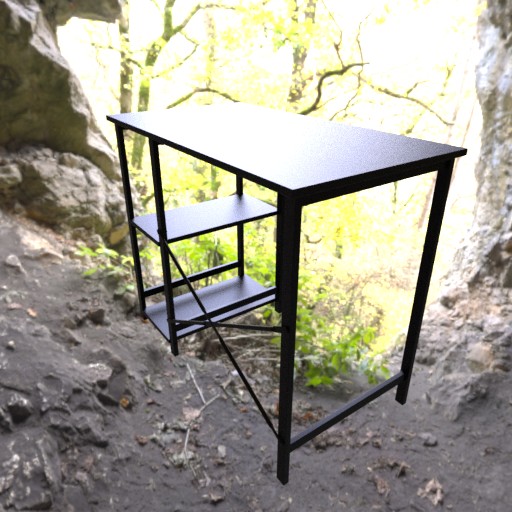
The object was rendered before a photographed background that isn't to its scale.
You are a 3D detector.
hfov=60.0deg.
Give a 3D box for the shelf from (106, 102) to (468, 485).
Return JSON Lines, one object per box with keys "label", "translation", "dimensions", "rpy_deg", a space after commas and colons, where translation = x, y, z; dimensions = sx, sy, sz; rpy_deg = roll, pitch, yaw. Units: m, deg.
{"label": "shelf", "translation": [0.000, 0.000, 1.336], "dimensions": [0.498, 0.749, 0.902], "rpy_deg": [-18, 32, -31]}
